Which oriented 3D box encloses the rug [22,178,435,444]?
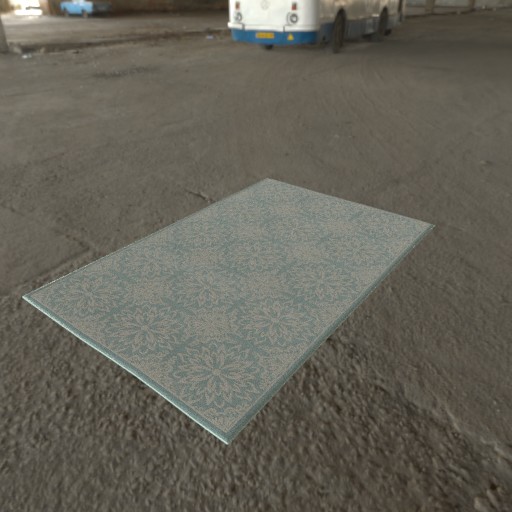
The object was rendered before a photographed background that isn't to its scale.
[{"bbox_3d":[0.000,0.000,2.280,1.219,0.012,1.840,22,37,32],"label":"rug"}]
